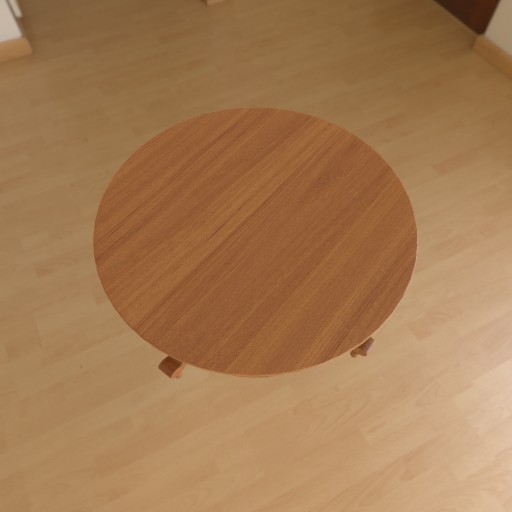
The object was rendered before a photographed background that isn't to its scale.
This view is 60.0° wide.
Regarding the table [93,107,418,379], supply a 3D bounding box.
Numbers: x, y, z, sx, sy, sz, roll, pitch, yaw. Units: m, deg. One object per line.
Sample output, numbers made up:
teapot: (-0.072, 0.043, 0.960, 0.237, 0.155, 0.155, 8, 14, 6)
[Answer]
table: (0.000, 0.000, 1.628, 1.029, 0.490, 1.029, 0, 59, 0)
